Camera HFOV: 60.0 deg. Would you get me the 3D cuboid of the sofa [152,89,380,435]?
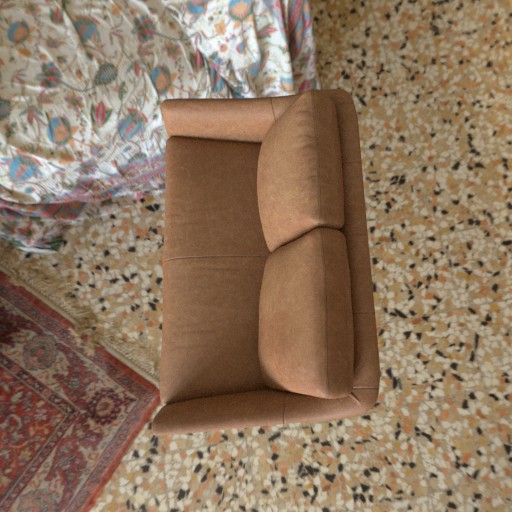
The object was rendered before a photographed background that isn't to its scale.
[{"bbox_3d":[0.000,0.000,2.209,0.960,0.902,1.619,-1,76,0],"label":"sofa"}]
